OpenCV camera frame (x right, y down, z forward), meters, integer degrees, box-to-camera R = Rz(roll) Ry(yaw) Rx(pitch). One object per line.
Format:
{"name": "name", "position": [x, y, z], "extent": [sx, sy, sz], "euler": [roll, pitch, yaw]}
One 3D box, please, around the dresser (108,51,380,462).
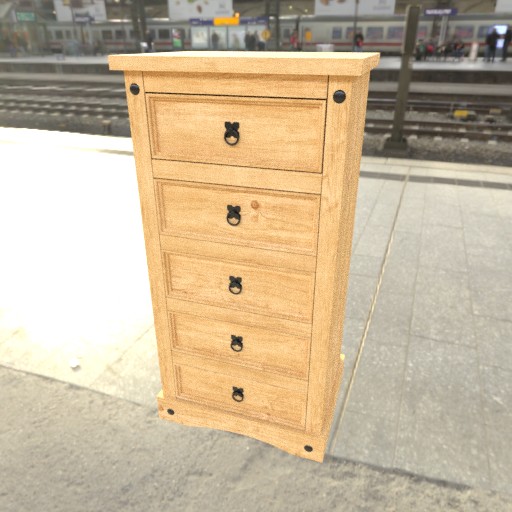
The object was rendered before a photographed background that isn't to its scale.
{"name": "dresser", "position": [0.000, 0.000, 1.255], "extent": [0.531, 1.041, 0.390], "euler": [8, 27, 16]}
